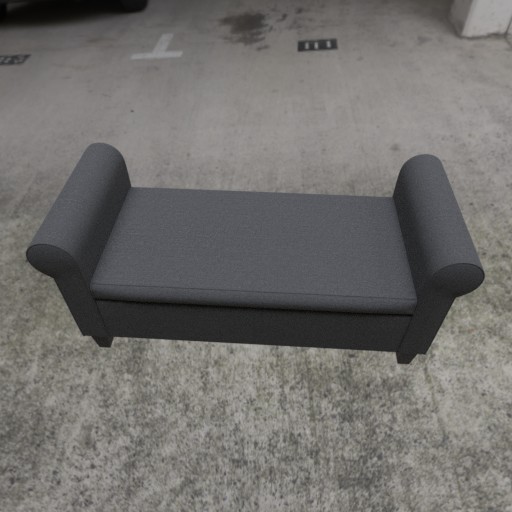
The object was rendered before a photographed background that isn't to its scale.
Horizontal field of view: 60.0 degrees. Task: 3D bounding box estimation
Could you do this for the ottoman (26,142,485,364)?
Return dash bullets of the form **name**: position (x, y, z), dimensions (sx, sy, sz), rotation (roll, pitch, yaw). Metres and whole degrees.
- **ottoman**: position (0.000, 0.000, 1.535), dimensions (1.256, 0.547, 0.521), rotation (3, 46, 3)
